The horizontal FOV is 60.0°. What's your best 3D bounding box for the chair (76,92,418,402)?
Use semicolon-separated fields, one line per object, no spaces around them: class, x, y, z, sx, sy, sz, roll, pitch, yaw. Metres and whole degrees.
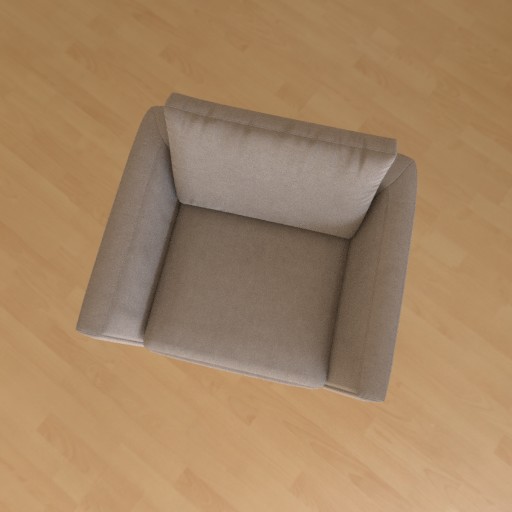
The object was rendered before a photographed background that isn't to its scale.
chair;0.000;0.000;1.700;1.041;0.864;0.889;12;77;3
